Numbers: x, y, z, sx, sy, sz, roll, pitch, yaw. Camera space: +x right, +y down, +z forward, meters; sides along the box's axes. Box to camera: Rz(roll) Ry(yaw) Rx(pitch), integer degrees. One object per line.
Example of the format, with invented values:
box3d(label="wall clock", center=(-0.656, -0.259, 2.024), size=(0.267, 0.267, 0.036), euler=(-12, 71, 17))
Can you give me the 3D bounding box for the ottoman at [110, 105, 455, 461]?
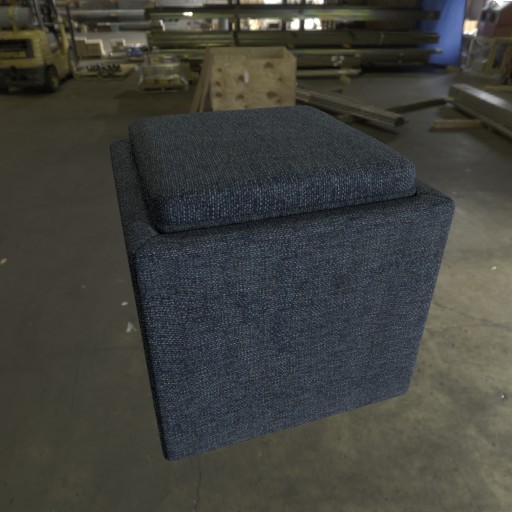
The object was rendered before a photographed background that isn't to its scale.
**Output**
box3d(label="ottoman", center=(0.000, 0.000, 0.820), size=(0.450, 0.460, 0.450), euler=(-10, 33, -16))
